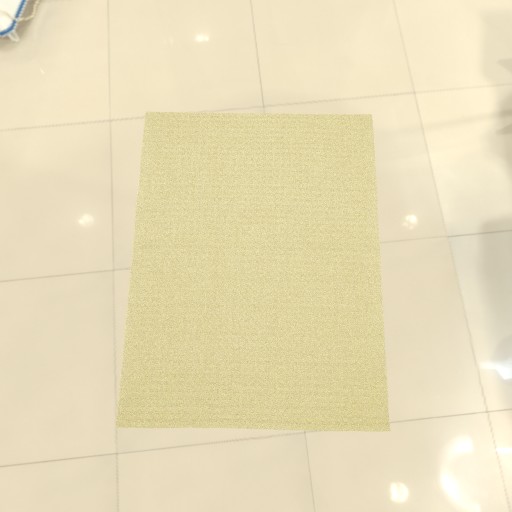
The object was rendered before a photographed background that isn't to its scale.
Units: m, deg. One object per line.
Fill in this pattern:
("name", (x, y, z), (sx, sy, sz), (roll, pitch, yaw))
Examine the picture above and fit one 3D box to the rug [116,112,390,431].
("rug", (0.000, 0.000, 4.360), (2.452, 0.016, 3.204), (1, 75, 0))
